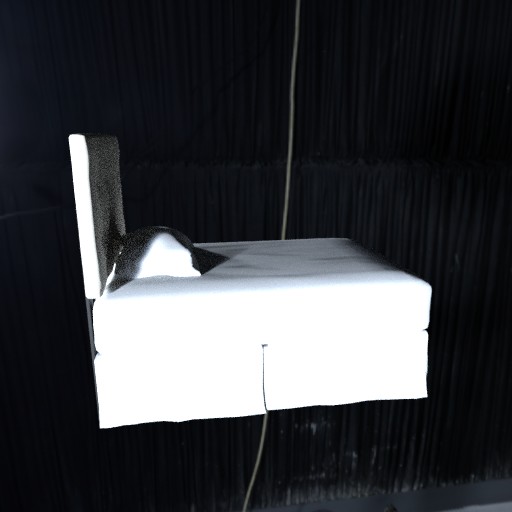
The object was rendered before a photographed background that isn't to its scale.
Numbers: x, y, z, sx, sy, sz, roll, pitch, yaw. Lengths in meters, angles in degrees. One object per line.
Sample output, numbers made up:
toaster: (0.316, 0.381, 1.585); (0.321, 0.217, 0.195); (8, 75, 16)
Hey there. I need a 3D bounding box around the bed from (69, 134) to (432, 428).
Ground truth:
bed: (0.000, 0.000, 2.958); (1.997, 1.571, 1.261); (-3, 15, -10)
